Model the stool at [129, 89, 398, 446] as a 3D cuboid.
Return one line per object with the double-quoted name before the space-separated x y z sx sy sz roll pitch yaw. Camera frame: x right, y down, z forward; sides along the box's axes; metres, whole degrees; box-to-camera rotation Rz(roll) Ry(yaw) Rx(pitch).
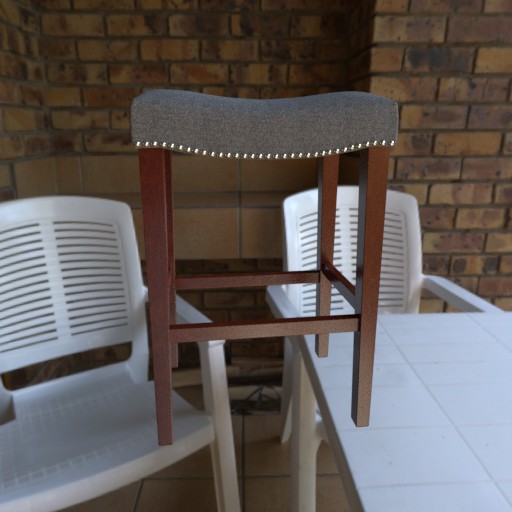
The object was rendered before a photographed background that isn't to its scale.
"stool" 0.000 0.000 1.066 0.504 0.742 0.372 -2 16 -8
